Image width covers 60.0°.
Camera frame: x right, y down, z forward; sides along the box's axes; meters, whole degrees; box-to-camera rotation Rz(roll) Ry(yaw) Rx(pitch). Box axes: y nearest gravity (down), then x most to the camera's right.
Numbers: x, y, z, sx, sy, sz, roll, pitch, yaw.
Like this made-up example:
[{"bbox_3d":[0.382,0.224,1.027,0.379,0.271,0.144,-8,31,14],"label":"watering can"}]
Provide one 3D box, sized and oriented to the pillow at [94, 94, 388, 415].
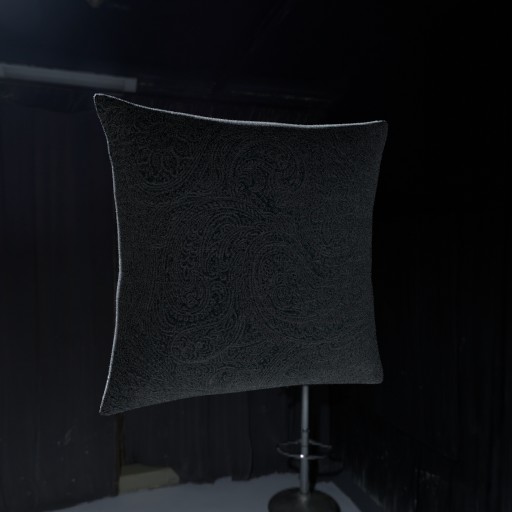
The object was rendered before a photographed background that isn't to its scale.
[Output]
[{"bbox_3d":[0.000,0.000,0.777,0.526,0.507,0.166,-1,3,-18],"label":"pillow"}]
